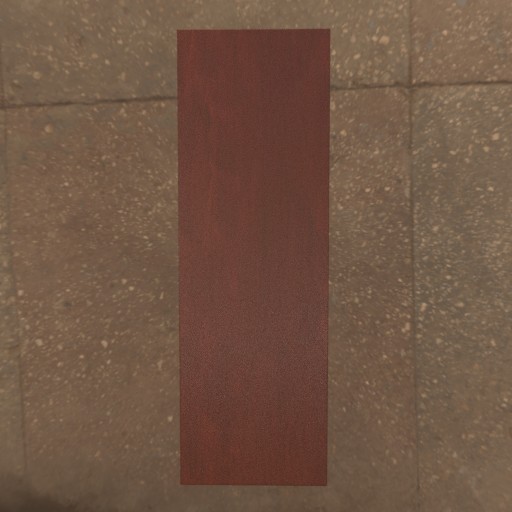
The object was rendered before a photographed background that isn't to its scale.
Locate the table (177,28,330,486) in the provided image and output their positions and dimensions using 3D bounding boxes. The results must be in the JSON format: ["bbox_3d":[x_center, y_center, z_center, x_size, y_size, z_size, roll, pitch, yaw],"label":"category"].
[{"bbox_3d":[0.000,0.000,1.518,0.392,0.739,1.188,0,93,1],"label":"table"}]
